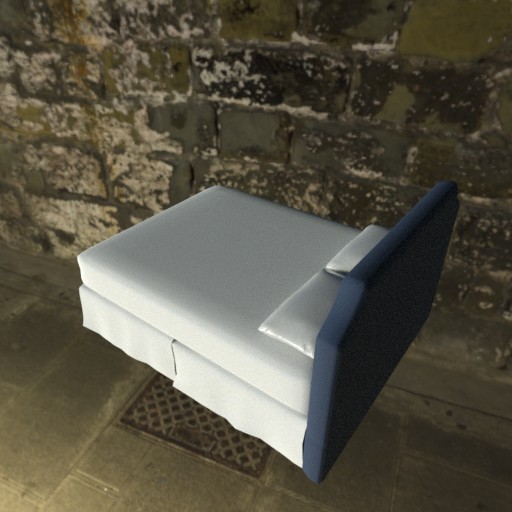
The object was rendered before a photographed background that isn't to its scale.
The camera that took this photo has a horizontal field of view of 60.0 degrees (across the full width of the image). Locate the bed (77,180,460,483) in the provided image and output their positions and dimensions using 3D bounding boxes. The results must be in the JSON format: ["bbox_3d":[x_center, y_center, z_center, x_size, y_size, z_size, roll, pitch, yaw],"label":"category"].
[{"bbox_3d":[0.000,0.000,3.303,2.260,1.297,1.831,22,39,30],"label":"bed"}]
